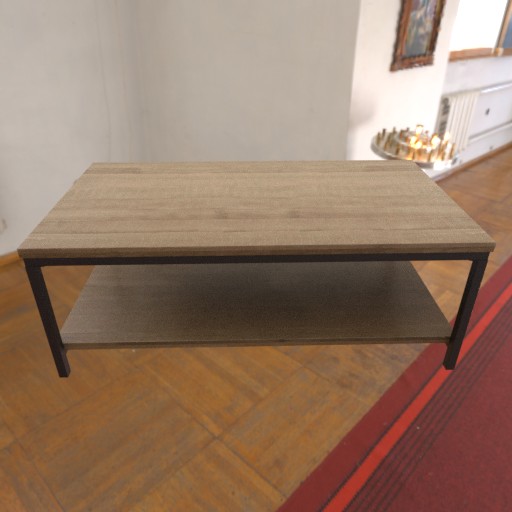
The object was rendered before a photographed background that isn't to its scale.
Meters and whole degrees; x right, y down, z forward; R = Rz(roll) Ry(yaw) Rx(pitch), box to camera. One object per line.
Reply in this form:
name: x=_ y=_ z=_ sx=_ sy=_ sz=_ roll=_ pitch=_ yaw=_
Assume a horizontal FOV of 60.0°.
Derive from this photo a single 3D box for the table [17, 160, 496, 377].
table: x=0.000 y=0.000 z=1.327 sx=1.062 sy=0.393 sz=0.574 roll=-1 pitch=31 yaw=-1
